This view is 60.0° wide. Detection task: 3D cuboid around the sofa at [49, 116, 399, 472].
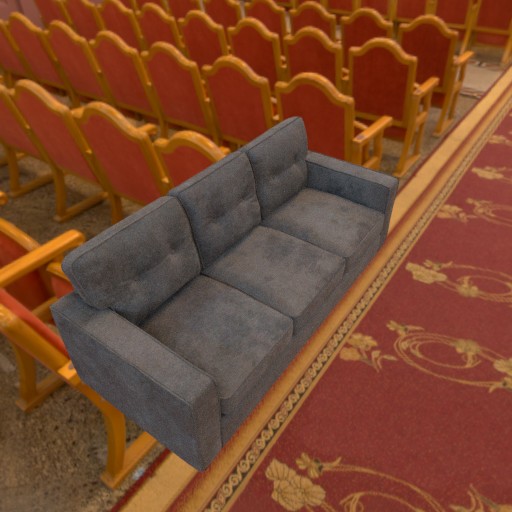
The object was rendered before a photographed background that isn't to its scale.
[{"bbox_3d":[0.000,0.000,2.658,0.939,0.965,2.133,25,46,26],"label":"sofa"}]
